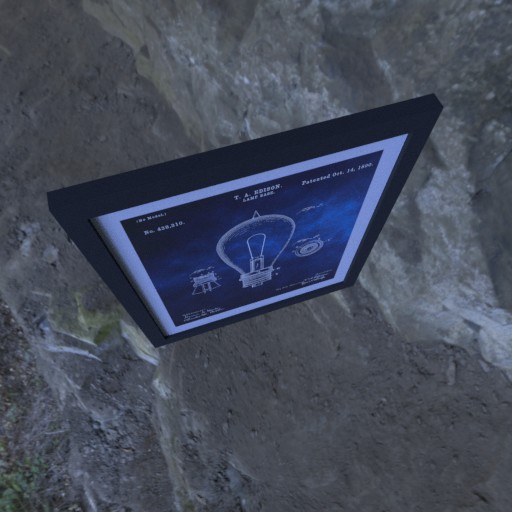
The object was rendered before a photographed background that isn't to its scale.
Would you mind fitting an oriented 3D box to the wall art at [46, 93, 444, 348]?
[{"bbox_3d":[0.000,0.000,0.687,0.428,0.505,0.023,-16,65,-8],"label":"wall art"}]
